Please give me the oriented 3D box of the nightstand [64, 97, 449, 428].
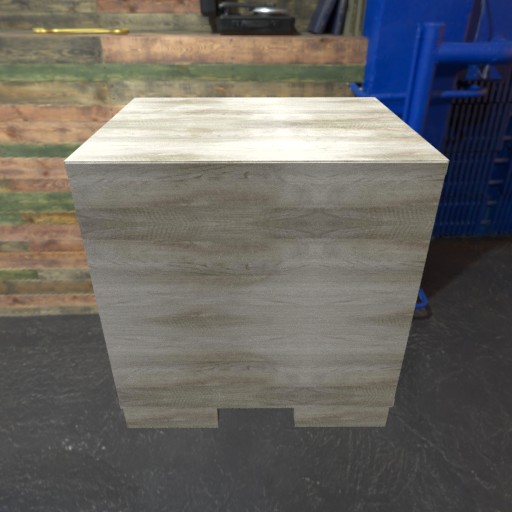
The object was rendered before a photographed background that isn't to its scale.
[{"bbox_3d":[0.000,0.000,0.751,0.427,0.448,0.347,0,31,0],"label":"nightstand"}]
